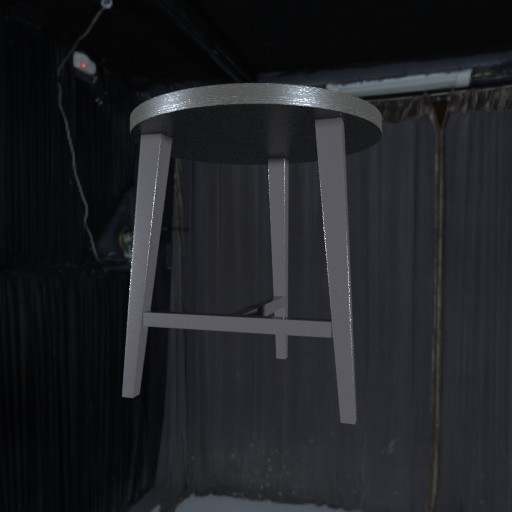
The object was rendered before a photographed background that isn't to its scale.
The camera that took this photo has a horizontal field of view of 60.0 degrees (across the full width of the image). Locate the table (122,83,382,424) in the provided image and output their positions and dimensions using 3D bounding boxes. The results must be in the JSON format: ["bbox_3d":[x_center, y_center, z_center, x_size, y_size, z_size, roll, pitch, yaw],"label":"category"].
[{"bbox_3d":[0.000,0.000,0.920,0.500,0.531,0.500,0,1,0],"label":"table"}]
